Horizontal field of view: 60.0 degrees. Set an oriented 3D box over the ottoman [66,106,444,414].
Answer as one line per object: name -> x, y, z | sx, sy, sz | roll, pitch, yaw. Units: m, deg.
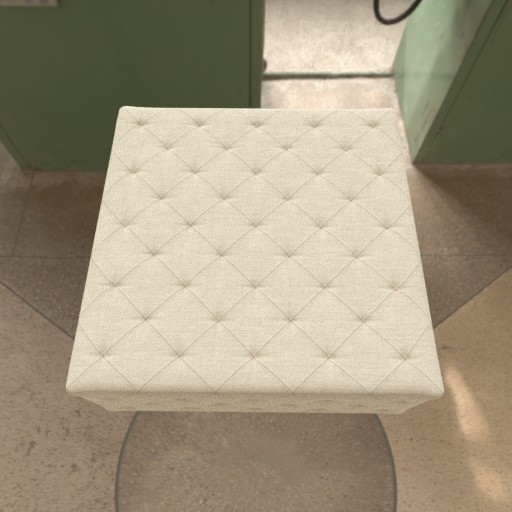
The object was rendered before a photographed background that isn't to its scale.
ottoman -> 0.000, 0.000, 1.582 | 1.028, 0.439, 1.028 | 1, 64, 0
